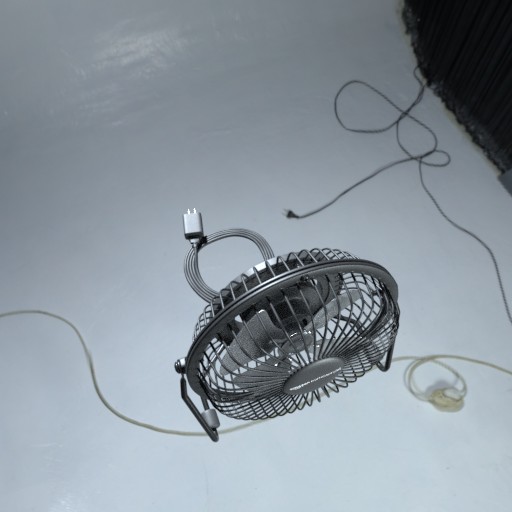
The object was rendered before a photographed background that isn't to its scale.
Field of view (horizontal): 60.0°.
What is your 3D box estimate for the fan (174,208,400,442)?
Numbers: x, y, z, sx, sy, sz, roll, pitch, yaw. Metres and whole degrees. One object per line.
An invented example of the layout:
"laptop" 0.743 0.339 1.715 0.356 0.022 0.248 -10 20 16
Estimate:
"fan" 0.000 0.000 0.307 0.153 0.152 0.202 -19 64 -10
